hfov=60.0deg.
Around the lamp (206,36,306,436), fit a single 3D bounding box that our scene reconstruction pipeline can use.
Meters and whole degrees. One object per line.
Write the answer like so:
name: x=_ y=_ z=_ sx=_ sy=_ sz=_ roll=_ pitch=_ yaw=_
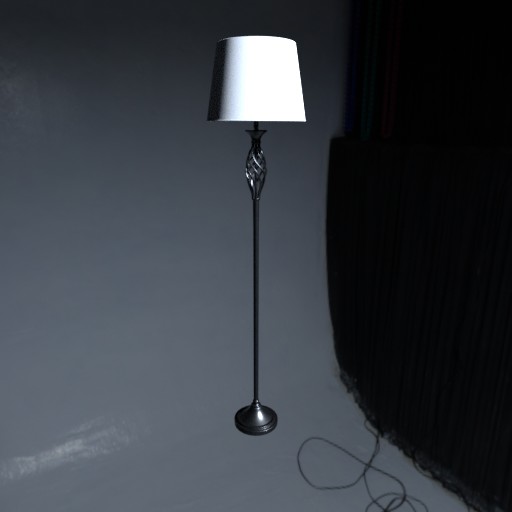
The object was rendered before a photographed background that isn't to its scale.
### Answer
lamp: x=0.000 y=0.000 z=1.855 sx=0.379 sy=1.623 sz=0.379 roll=0 pitch=16 yaw=0
